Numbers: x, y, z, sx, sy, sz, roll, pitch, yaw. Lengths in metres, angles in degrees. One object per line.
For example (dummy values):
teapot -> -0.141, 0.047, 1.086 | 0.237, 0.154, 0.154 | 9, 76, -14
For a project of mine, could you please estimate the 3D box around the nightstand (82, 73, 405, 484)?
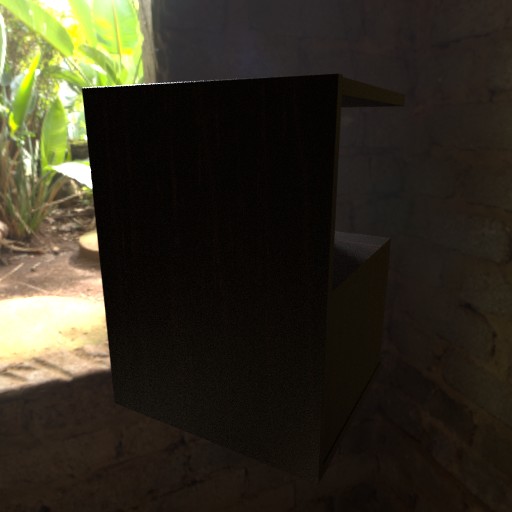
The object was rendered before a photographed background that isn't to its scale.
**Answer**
nightstand -> 0.000, 0.000, 0.798 | 0.400, 0.559, 0.356 | 9, 19, 28
